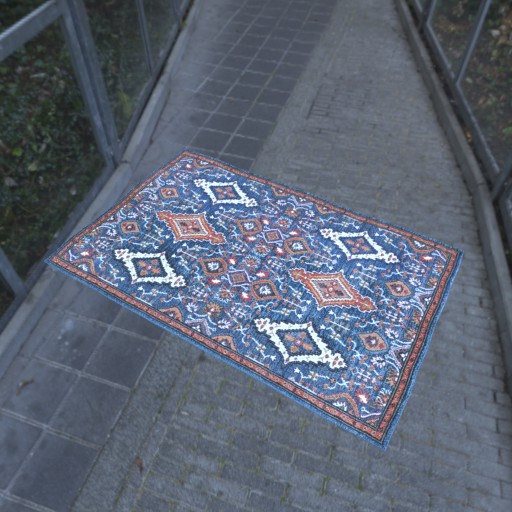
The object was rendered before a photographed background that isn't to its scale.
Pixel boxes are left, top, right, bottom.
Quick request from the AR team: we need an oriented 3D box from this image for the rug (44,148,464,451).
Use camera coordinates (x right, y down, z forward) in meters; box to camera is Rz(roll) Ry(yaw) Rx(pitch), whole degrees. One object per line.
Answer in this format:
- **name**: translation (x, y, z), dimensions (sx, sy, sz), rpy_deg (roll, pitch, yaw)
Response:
- **rug**: translation (0.000, 0.000, 2.302), dimensions (1.847, 0.014, 1.195), rpy_deg (24, 52, 20)
